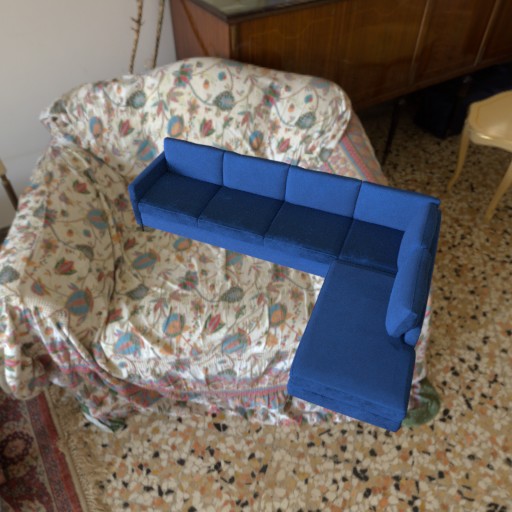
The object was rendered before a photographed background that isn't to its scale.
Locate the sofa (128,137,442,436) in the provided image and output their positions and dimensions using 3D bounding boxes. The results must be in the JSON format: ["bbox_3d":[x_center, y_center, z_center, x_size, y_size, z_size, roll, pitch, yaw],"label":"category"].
[{"bbox_3d":[0.000,0.000,3.318,2.486,0.687,1.707,16,48,15],"label":"sofa"}]
